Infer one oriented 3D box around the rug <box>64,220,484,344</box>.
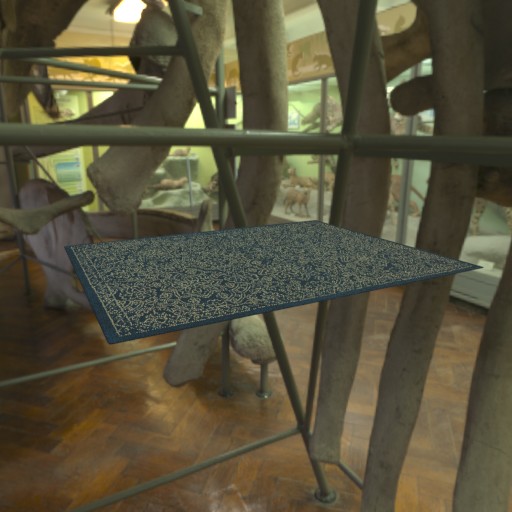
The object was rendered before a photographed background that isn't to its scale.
[{"bbox_3d":[0.000,0.000,4.066,3.048,0.010,2.438,-8,17,-27],"label":"rug"}]
